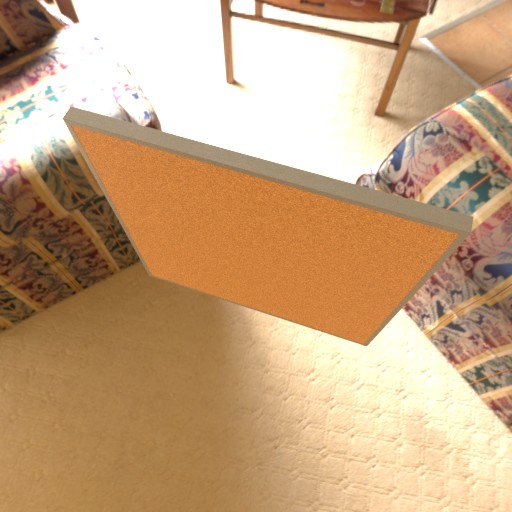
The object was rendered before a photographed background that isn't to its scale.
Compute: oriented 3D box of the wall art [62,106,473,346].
[{"bbox_3d":[0.000,0.000,1.204,0.809,0.807,0.038,17,66,8],"label":"wall art"}]
